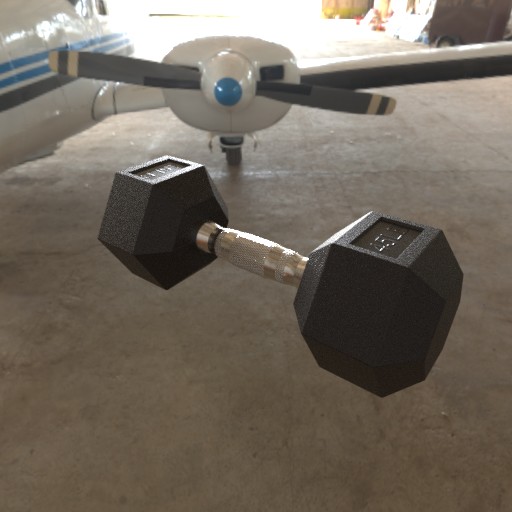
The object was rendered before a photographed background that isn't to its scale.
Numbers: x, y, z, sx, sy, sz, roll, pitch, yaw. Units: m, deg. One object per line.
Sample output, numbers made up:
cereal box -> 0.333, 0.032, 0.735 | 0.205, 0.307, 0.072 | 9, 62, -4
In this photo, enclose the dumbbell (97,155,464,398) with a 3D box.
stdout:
dumbbell -> 0.000, 0.000, 0.427 | 0.356, 0.123, 0.141 | 21, 36, 31
